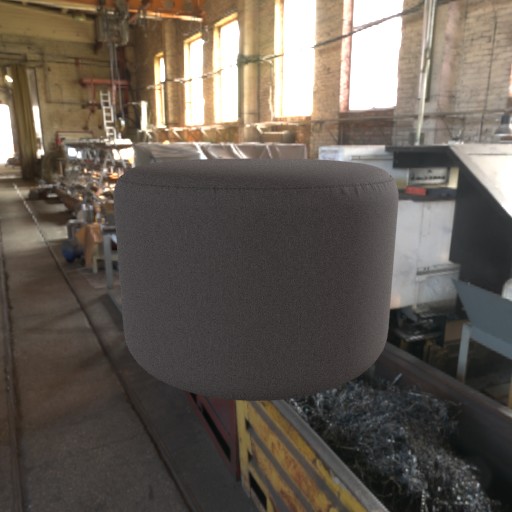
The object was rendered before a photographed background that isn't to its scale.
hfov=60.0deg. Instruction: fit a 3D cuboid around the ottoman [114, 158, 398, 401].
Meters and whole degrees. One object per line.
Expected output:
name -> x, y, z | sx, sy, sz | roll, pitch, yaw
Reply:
ottoman -> 0.000, 0.000, 1.024 | 0.608, 0.433, 0.608 | 0, 14, 0
